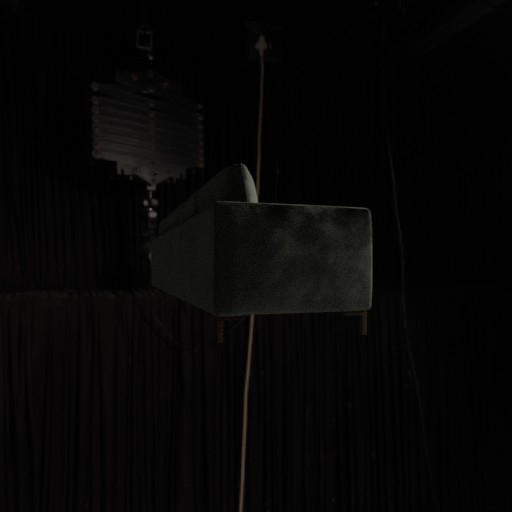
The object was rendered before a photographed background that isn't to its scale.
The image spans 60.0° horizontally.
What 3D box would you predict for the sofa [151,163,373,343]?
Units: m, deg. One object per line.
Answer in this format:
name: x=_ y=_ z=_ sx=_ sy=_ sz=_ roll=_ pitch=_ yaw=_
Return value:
sofa: x=0.000 y=0.000 z=3.230 sx=1.255 sy=0.756 sz=2.725 roll=0 pitch=-1 yaw=-18
